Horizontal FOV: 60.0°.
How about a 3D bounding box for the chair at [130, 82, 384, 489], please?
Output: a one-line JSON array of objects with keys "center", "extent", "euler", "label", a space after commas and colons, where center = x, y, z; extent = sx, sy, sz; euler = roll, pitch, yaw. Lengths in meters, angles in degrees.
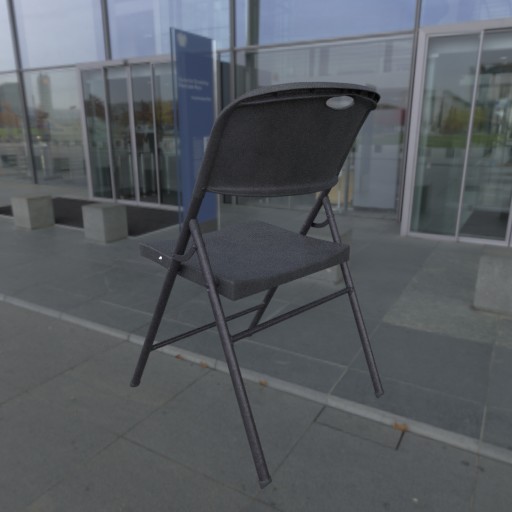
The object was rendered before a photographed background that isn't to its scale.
[{"center": [0.000, 0.000, 1.161], "extent": [0.494, 0.810, 0.567], "euler": [-15, 22, -42], "label": "chair"}]
